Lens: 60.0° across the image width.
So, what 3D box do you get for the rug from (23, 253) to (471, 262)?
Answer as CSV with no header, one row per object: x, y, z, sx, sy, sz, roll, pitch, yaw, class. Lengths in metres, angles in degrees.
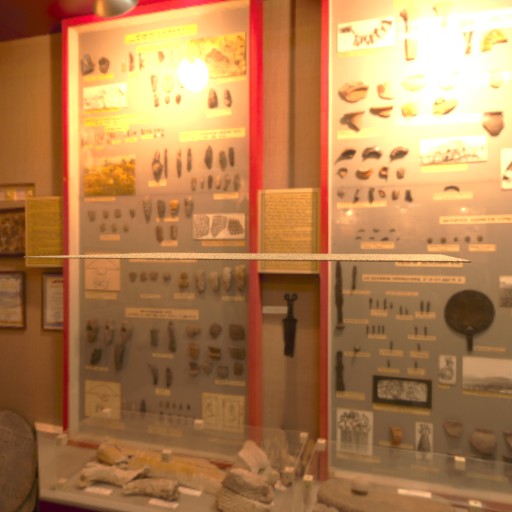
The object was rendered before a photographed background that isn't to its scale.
0.000,0.000,2.983,2.428,0.007,1.519,0,1,18,rug
